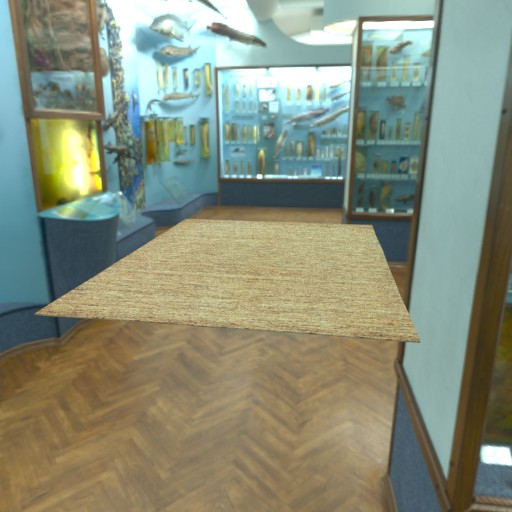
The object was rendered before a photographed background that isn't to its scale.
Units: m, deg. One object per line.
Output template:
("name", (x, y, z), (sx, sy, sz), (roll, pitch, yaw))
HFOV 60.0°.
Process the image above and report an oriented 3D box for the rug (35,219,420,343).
("rug", (0.000, 0.000, 4.246), (2.438, 0.012, 3.200), (3, 16, 9))
